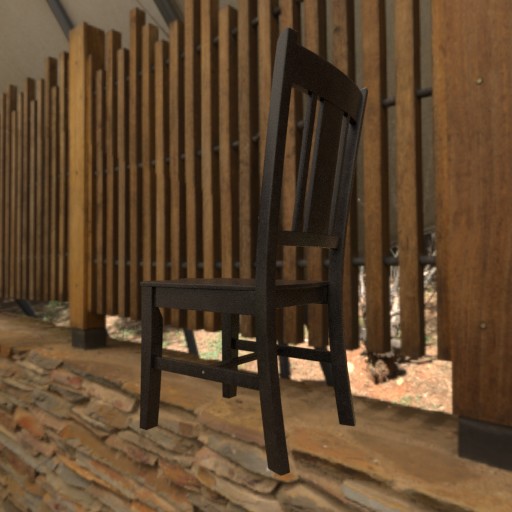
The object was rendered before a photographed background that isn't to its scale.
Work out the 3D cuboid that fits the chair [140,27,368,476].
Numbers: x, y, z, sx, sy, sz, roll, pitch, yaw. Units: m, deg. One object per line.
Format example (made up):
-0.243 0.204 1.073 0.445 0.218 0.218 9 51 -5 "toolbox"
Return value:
0.000 0.000 1.296 0.555 0.998 0.450 -1 -1 36 "chair"
